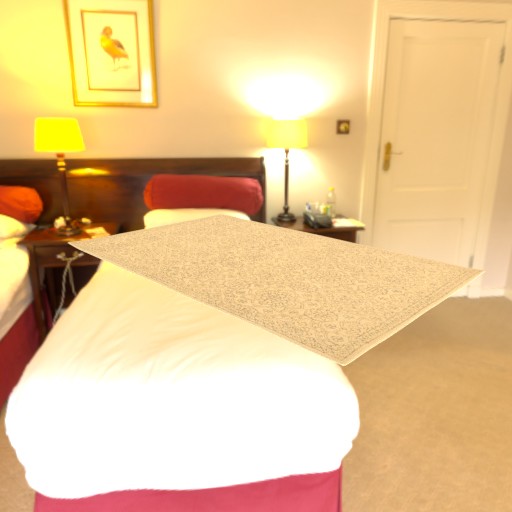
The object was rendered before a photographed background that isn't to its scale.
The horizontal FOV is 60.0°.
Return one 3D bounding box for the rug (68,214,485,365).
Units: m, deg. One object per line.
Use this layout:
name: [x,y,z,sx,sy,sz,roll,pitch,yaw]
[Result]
rug: [0.000,0.000,2.988,2.434,0.023,1.518,16,23,42]
